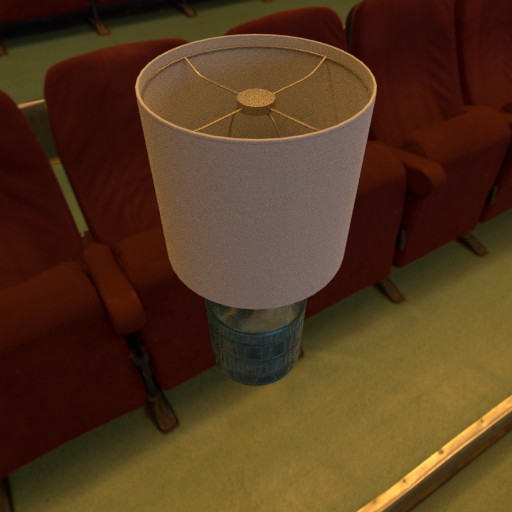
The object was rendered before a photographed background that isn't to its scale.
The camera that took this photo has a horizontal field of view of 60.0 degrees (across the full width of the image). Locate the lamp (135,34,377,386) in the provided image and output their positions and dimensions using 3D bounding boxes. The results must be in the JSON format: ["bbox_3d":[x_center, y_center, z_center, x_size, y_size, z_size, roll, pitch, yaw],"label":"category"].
[{"bbox_3d":[0.000,0.000,0.556,0.211,0.455,0.211,-24,50,-22],"label":"lamp"}]
